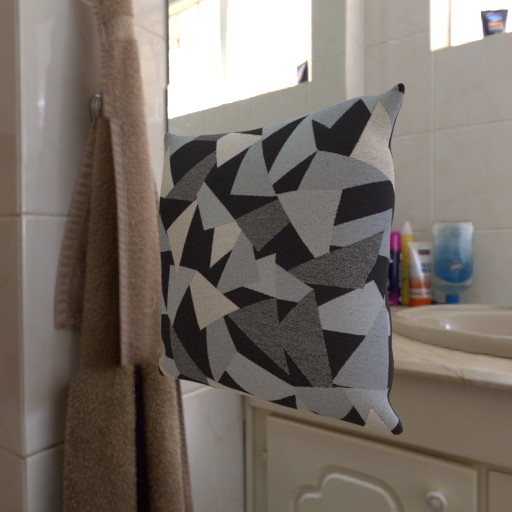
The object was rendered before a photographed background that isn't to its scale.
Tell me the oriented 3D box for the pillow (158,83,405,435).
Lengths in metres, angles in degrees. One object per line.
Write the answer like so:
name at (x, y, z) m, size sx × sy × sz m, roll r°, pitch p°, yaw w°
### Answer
pillow at (0.000, 0.000, 0.757) m, size 0.503 × 0.496 × 0.208 m, roll 1°, pitch 1°, yaw 37°
